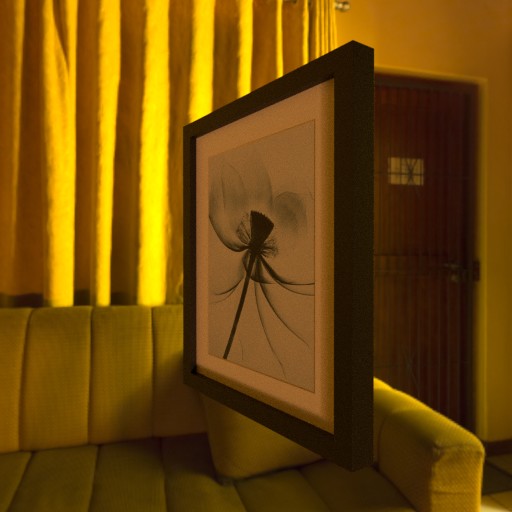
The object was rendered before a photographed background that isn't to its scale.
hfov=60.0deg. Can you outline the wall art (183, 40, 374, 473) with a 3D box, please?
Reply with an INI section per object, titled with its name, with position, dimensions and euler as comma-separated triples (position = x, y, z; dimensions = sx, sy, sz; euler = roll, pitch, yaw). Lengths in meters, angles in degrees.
[wall art]
position = 0.000, 0.000, 0.532
dimensions = 0.029, 0.381, 0.330
euler = 0, 0, -36
